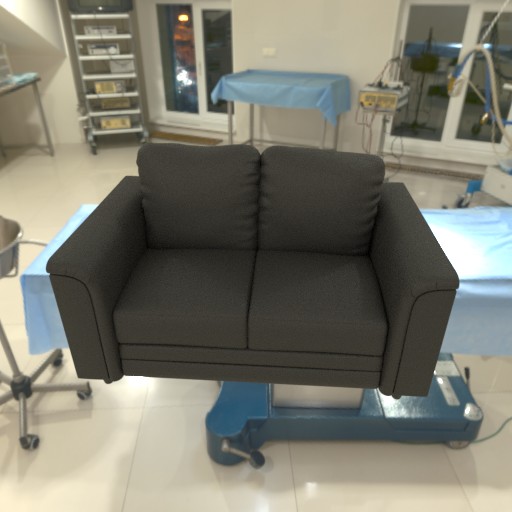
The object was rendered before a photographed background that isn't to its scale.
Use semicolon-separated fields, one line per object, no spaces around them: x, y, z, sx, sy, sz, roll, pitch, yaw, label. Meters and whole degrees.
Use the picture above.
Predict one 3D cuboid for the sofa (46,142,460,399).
0.000;0.000;1.935;1.386;0.845;0.887;2;30;3;sofa
